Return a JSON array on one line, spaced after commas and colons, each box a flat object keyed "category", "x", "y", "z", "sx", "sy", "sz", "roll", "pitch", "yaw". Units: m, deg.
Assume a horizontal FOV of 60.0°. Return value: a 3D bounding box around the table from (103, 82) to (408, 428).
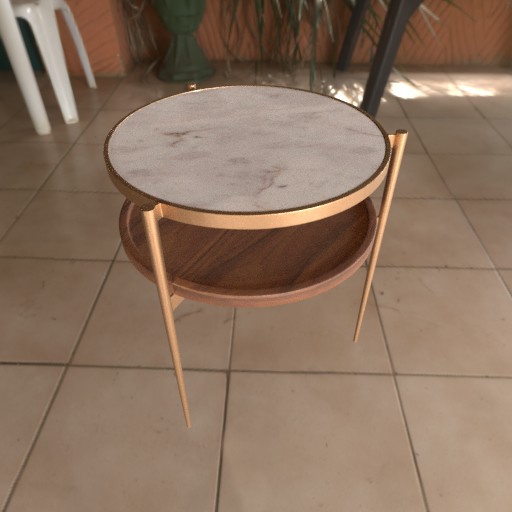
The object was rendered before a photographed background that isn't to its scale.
[{"category": "table", "x": 0.000, "y": 0.000, "z": 0.826, "sx": 0.456, "sy": 0.493, "sz": 0.430, "roll": 0, "pitch": 40, "yaw": 0}]
